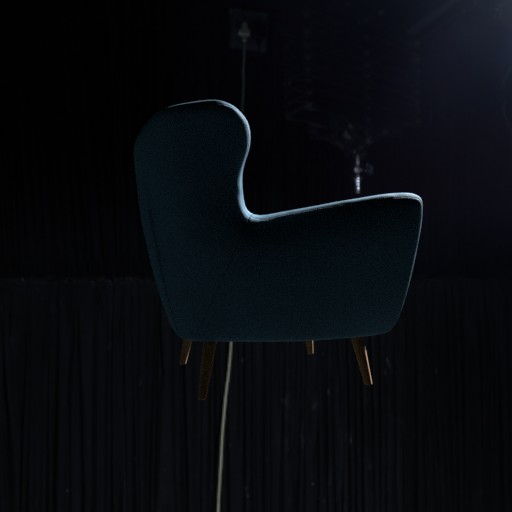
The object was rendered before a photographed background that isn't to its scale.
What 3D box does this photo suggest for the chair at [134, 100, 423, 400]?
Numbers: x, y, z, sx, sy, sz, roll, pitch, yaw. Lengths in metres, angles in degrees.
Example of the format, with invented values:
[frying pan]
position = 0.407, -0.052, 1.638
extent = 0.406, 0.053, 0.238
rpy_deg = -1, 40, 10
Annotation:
[chair]
position = 0.000, 0.000, 1.673
extent = 0.889, 0.889, 0.890
rpy_deg = 0, 0, -17
